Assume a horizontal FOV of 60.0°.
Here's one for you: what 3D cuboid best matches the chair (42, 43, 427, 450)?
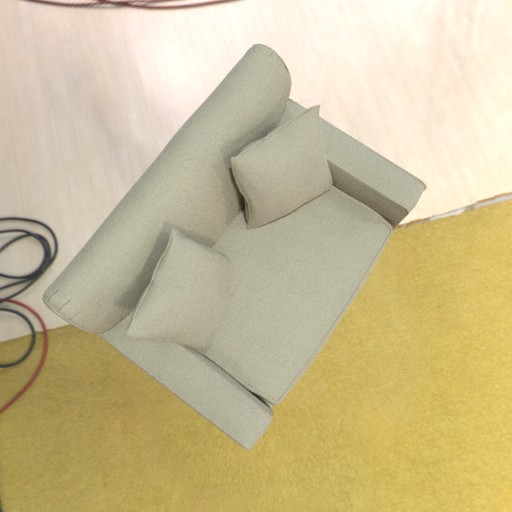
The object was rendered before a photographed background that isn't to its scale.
[{"bbox_3d":[0.000,0.000,2.074,1.000,0.948,1.383,35,78,8],"label":"chair"}]
